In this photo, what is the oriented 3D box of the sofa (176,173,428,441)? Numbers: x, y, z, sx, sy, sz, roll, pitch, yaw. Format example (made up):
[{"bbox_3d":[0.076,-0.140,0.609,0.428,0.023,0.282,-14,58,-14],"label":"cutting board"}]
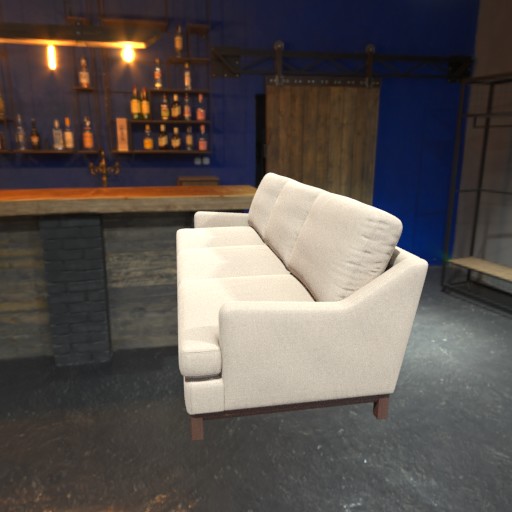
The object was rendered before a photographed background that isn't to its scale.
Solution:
[{"bbox_3d":[0.000,0.000,2.825,1.000,0.913,2.321,-3,15,-10],"label":"sofa"}]
